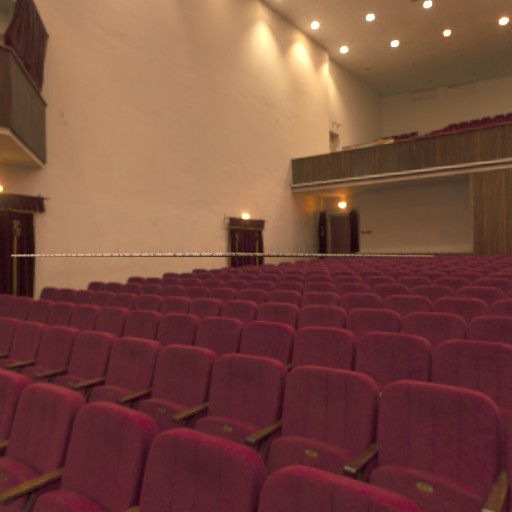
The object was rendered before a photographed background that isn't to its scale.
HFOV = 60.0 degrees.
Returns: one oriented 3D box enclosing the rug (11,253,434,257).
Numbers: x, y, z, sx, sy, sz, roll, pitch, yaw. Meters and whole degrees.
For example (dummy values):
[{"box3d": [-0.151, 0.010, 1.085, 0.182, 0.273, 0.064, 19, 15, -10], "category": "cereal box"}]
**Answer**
[{"box3d": [0.000, 0.000, 2.233, 1.220, 0.008, 1.824, 0, 0, 38], "category": "rug"}]
